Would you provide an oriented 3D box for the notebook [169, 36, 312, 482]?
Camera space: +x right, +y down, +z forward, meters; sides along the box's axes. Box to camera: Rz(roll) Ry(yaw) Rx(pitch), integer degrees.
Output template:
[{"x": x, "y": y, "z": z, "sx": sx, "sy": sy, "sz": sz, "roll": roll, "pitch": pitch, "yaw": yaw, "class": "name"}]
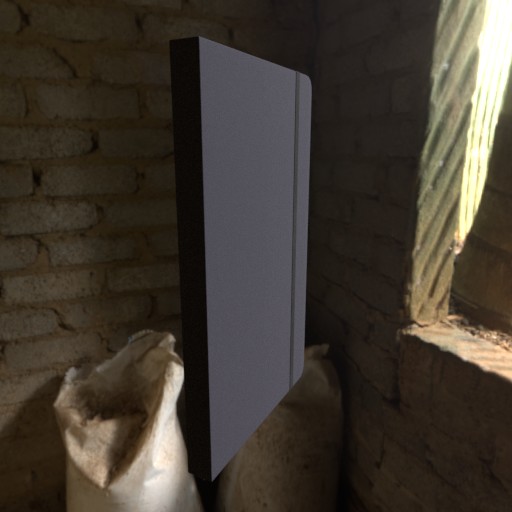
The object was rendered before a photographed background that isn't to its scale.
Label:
[{"x": 0.000, "y": 0.000, "z": 0.262, "sx": 0.016, "sy": 0.213, "sz": 0.127, "roll": 7, "pitch": 16, "yaw": 27, "class": "notebook"}]
